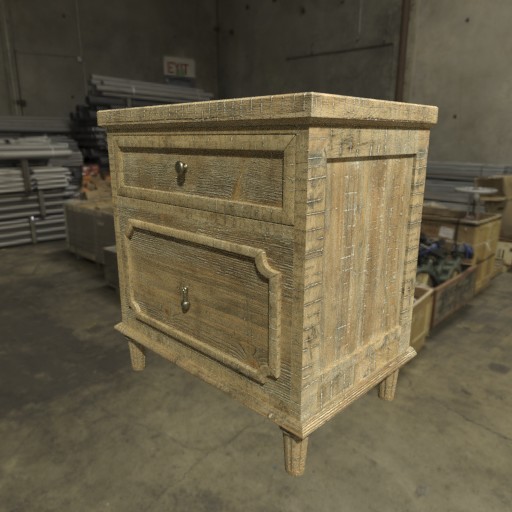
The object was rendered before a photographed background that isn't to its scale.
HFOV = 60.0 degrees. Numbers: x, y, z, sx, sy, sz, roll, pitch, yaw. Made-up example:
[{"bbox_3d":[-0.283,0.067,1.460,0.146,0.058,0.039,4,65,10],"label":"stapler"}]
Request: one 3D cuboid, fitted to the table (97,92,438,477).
[{"bbox_3d":[0.000,0.000,1.126,0.686,0.711,0.457,14,20,43],"label":"table"}]
